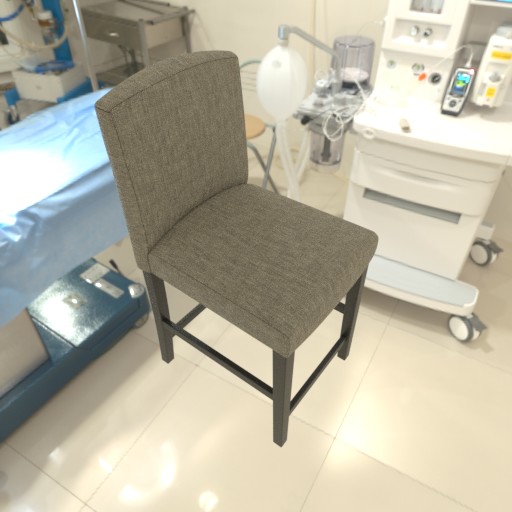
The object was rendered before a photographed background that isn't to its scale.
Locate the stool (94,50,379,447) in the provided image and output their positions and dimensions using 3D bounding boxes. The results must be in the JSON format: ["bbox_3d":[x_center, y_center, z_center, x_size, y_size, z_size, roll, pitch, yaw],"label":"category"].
[{"bbox_3d":[0.000,0.000,1.246,0.552,0.966,0.451,27,48,27],"label":"stool"}]
